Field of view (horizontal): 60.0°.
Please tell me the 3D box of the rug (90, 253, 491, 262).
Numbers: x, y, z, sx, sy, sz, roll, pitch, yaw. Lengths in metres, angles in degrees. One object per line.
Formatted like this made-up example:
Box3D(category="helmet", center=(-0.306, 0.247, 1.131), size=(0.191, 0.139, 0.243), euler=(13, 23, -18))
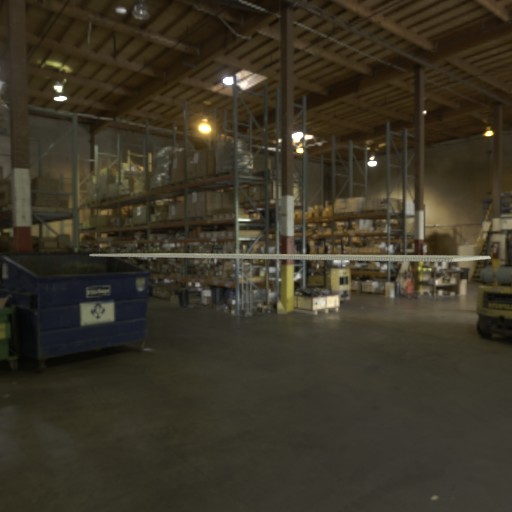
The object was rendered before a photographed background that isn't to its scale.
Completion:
Box3D(category="rug", center=(0.000, 0.000, 2.517), size=(2.276, 0.014, 0.678), euler=(1, 1, 38))
